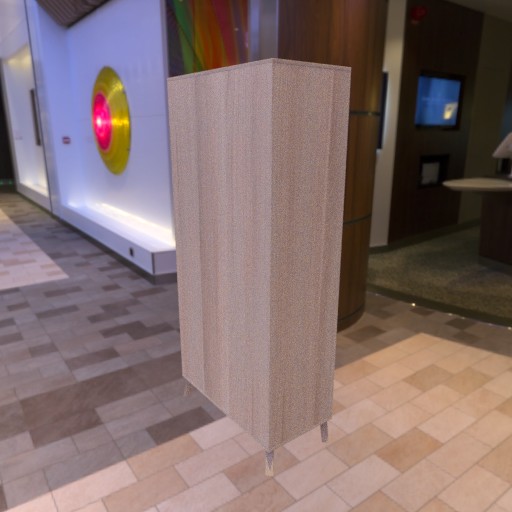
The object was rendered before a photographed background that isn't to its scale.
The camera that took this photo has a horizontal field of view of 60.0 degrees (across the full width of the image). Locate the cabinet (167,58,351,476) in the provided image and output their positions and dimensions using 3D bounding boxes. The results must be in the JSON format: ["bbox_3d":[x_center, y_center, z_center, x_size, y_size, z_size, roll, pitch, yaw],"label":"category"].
[{"bbox_3d":[0.000,0.000,2.599,0.969,1.957,1.272,2,16,8],"label":"cabinet"}]
